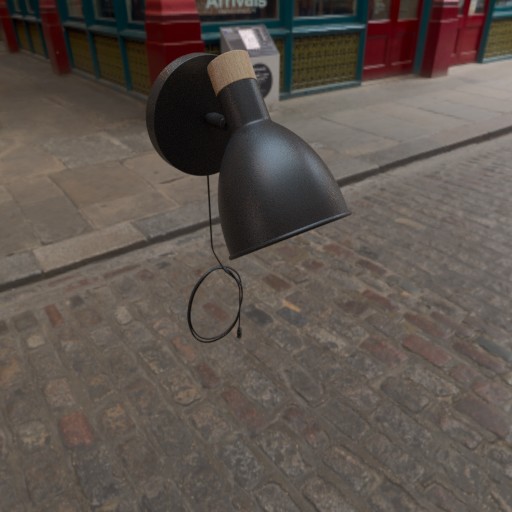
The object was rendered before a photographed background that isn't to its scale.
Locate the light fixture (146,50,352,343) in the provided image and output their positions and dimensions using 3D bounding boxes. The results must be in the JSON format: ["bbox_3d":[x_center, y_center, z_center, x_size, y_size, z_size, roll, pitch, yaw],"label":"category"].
[{"bbox_3d":[0.000,0.000,0.479,0.127,0.401,0.203,-21,37,-31],"label":"light fixture"}]
